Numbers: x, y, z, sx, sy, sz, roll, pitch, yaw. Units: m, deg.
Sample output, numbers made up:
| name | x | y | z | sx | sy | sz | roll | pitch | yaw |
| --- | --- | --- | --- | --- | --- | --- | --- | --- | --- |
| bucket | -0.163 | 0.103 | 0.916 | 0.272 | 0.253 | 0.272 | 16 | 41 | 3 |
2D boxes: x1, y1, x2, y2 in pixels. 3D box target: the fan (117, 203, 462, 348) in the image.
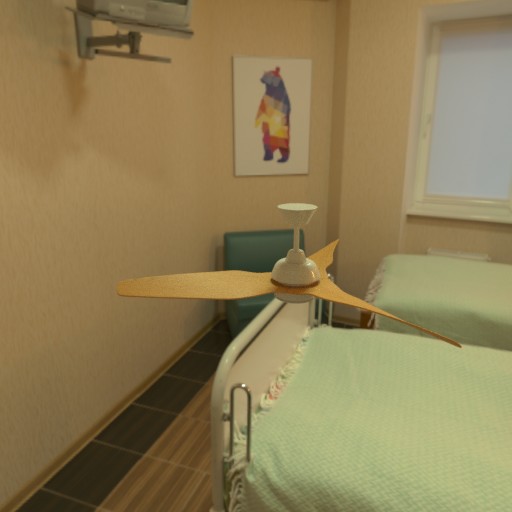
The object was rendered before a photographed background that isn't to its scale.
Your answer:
| name | x | y | z | sx | sy | sz | roll | pitch | yaw |
| --- | --- | --- | --- | --- | --- | --- | --- | --- | --- |
| fan | 0.000 | 0.000 | 1.622 | 1.010 | 0.355 | 1.142 | -2 | 16 | -8 |
